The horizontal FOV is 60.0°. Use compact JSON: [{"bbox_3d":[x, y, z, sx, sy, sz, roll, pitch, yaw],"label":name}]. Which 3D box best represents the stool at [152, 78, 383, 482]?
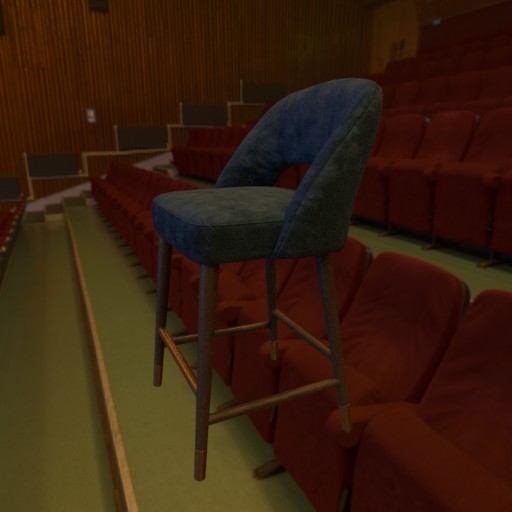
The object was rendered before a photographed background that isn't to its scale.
[{"bbox_3d":[0.000,0.000,1.216,0.524,0.925,0.536,-7,17,-24],"label":"stool"}]
